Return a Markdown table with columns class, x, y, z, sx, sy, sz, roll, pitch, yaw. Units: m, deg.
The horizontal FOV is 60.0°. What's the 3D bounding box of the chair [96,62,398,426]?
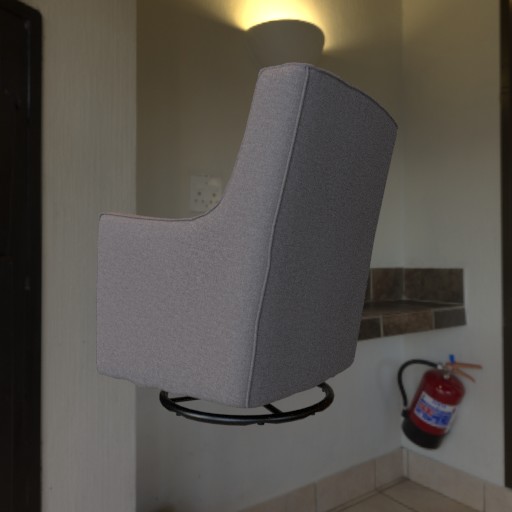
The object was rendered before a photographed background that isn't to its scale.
| class | x | y | z | sx | sy | sz | roll | pitch | yaw |
| --- | --- | --- | --- | --- | --- | --- | --- | --- | --- |
| chair | 0.000 | 0.000 | 1.563 | 0.879 | 0.993 | 0.732 | -1 | -1 | 36 |
